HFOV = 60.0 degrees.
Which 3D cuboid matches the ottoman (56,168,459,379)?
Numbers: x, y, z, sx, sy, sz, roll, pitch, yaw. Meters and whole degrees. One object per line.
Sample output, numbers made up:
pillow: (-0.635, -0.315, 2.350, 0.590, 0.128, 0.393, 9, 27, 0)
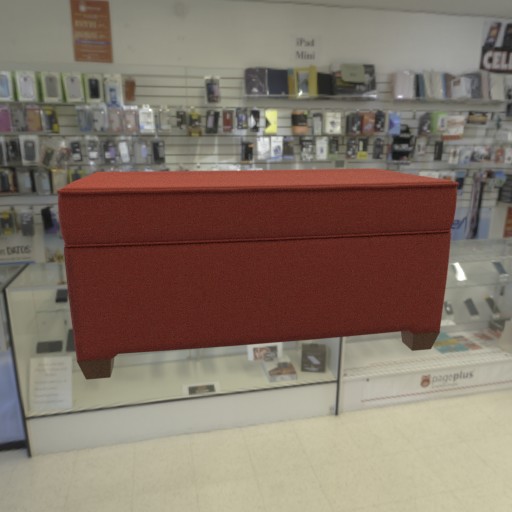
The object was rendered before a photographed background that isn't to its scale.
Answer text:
ottoman: (0.000, 0.000, 1.270, 0.948, 0.454, 0.497, -3, 15, -10)
